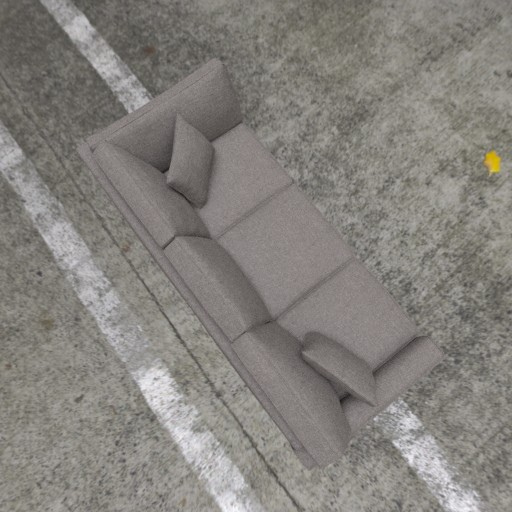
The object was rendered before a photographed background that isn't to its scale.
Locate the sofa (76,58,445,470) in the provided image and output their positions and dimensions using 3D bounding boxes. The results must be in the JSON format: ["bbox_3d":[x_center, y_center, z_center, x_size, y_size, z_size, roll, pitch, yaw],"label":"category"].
[{"bbox_3d":[0.000,0.000,2.818,1.061,0.962,2.317,-37,78,-9],"label":"sofa"}]
